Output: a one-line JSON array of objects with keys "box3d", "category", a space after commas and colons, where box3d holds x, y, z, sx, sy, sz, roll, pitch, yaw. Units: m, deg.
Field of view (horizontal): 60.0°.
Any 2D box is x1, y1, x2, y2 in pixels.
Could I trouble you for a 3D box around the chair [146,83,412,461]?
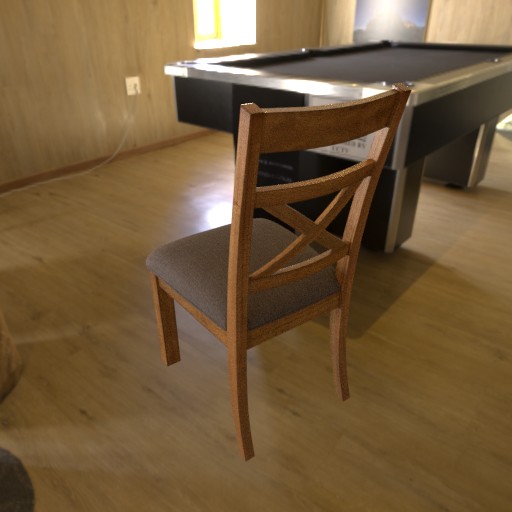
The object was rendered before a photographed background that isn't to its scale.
[{"box3d": [0.000, 0.000, 1.254, 0.470, 0.949, 0.581, -19, 35, -30], "category": "chair"}]
